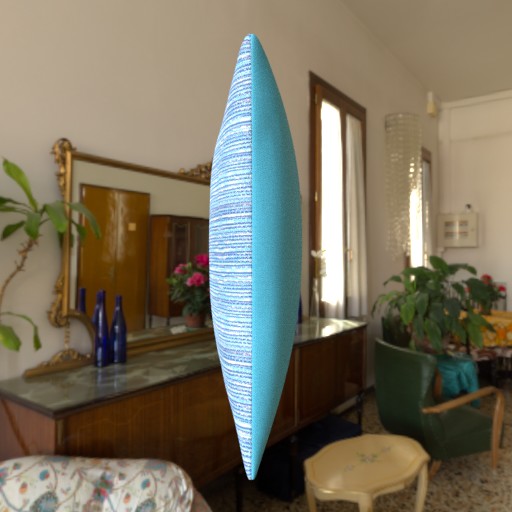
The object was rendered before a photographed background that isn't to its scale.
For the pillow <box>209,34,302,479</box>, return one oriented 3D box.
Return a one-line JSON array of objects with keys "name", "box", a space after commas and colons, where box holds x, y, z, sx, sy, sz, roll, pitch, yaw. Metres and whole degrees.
[{"name": "pillow", "box": [0.000, 0.000, 0.743, 0.150, 0.497, 0.514, 0, -1, 1]}]
